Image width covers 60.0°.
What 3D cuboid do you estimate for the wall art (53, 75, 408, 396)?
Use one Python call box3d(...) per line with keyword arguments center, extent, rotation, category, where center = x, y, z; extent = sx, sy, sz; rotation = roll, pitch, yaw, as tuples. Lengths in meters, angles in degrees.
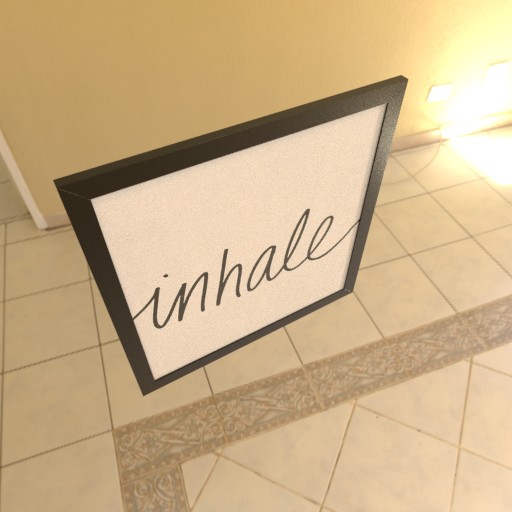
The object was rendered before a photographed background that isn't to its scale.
box3d(center=(0.000, 0.000, 0.663), extent=(0.446, 0.445, 0.014), rotation=(-23, 51, -20), category="wall art")
